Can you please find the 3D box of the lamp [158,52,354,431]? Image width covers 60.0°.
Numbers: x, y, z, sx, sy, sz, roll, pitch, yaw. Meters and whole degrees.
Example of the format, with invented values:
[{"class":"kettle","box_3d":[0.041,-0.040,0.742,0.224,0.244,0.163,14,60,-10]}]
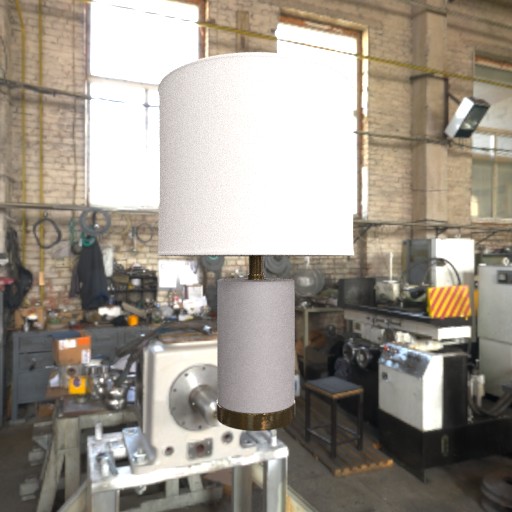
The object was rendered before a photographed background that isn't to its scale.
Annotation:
[{"class":"lamp","box_3d":[0.000,0.000,0.528,0.229,0.380,0.229,0,0,0]}]
